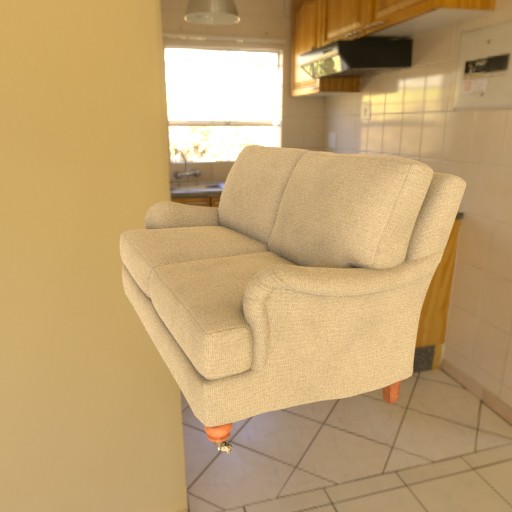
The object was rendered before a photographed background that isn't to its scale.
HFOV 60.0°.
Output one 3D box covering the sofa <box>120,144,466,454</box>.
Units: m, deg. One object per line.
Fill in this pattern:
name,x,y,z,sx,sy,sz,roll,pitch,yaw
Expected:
sofa,0.000,0.000,2.151,1.087,0.999,1.480,-8,18,-25
